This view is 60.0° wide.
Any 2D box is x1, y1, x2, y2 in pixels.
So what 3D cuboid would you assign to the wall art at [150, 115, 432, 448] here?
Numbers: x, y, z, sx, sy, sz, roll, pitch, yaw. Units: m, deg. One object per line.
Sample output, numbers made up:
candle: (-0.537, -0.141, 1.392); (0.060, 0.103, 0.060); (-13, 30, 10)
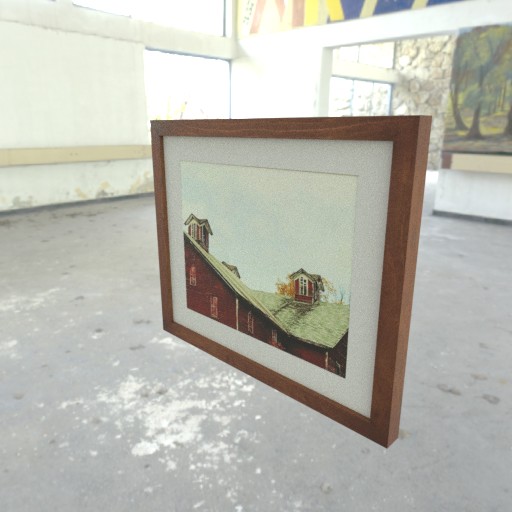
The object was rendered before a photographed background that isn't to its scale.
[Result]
wall art: (0.000, 0.000, 0.771); (0.558, 0.457, 0.033); (15, 22, 42)
